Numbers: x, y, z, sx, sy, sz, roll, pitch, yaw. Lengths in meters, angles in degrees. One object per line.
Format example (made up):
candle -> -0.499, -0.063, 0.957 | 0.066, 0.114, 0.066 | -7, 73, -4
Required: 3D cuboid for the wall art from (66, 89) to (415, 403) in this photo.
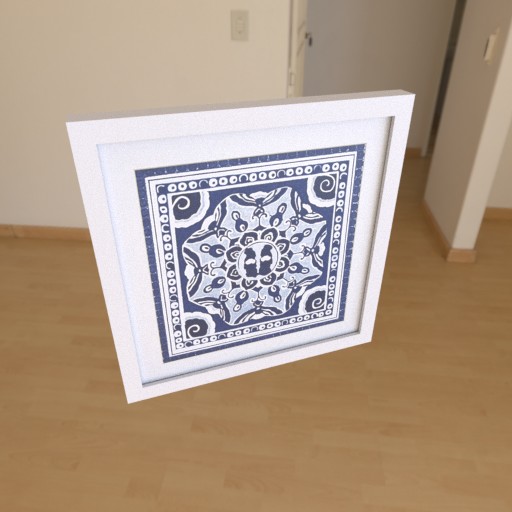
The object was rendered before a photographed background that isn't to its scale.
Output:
wall art -> 0.000, 0.000, 0.533 | 0.355, 0.355, 0.027 | -10, 33, -16
